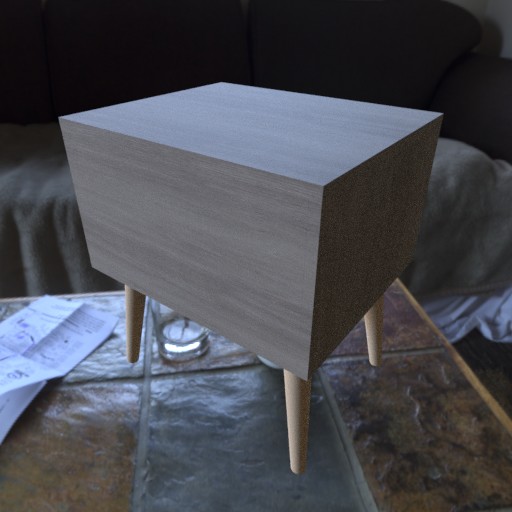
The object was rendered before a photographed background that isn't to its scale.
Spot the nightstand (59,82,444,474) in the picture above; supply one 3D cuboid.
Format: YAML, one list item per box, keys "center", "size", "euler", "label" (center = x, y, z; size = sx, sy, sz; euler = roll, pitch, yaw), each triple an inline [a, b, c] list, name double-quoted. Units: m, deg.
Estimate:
- center: [0.000, 0.000, 0.802]
  size: [0.450, 0.500, 0.380]
  euler: [21, 37, 31]
  label: "nightstand"
